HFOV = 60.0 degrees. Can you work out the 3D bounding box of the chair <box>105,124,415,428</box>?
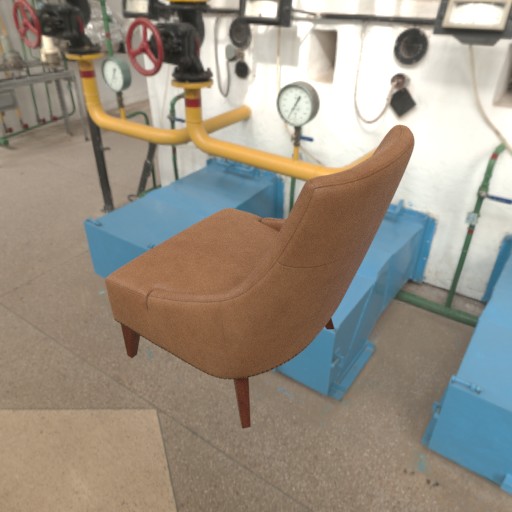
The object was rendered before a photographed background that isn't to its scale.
[{"bbox_3d":[0.000,0.000,1.530,0.861,0.909,0.701,22,38,30],"label":"chair"}]
